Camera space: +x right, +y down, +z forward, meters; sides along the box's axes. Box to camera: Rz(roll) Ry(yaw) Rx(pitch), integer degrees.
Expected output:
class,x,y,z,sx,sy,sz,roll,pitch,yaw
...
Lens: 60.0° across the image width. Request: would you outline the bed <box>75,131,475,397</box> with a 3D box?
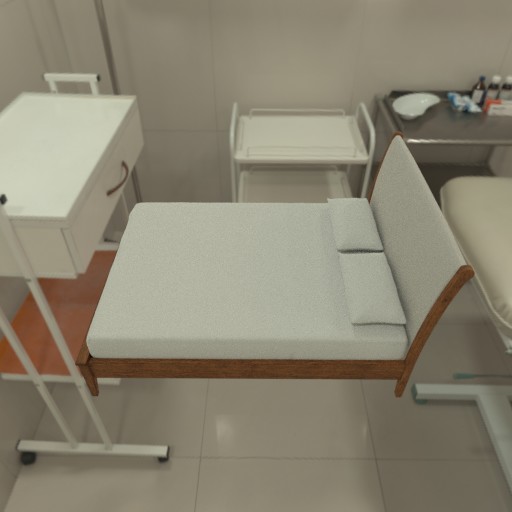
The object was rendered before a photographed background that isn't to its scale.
class,x,y,z,sx,sy,sz,roll,pitch,yaw
bed,0.000,0.000,3.021,2.108,1.135,1.502,0,42,0
